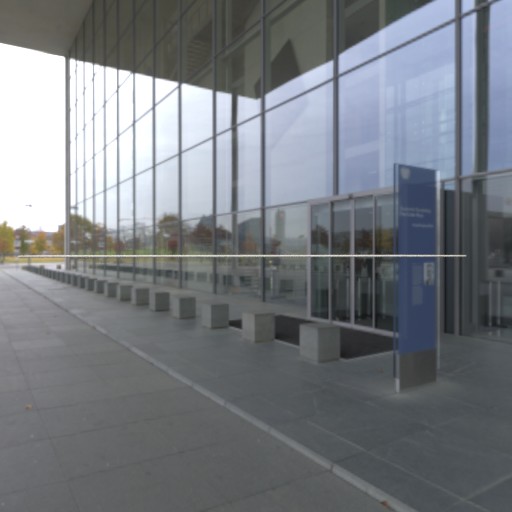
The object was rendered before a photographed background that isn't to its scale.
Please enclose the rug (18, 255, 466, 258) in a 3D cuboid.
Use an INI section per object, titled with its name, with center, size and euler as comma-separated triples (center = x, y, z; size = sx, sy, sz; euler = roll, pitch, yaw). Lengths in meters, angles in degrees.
[rug]
center = 0.000, 0.000, 2.675
size = 2.435, 0.009, 0.750
euler = 0, 0, -17
